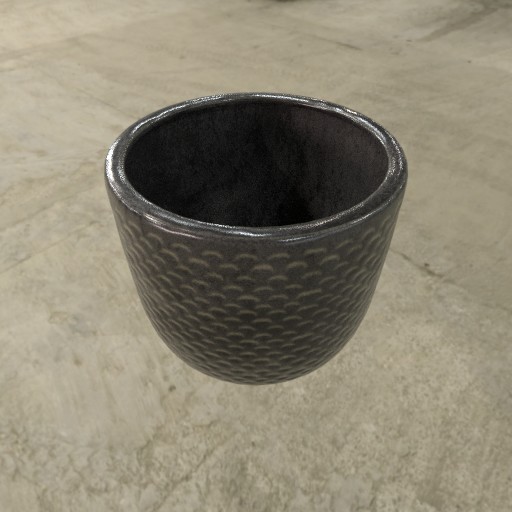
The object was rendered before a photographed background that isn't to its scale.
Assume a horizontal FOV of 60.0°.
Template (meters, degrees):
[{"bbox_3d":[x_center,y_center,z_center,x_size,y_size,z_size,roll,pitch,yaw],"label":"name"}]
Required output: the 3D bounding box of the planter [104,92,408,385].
[{"bbox_3d":[0.000,0.000,0.354,0.197,0.191,0.197,0,41,0],"label":"planter"}]
